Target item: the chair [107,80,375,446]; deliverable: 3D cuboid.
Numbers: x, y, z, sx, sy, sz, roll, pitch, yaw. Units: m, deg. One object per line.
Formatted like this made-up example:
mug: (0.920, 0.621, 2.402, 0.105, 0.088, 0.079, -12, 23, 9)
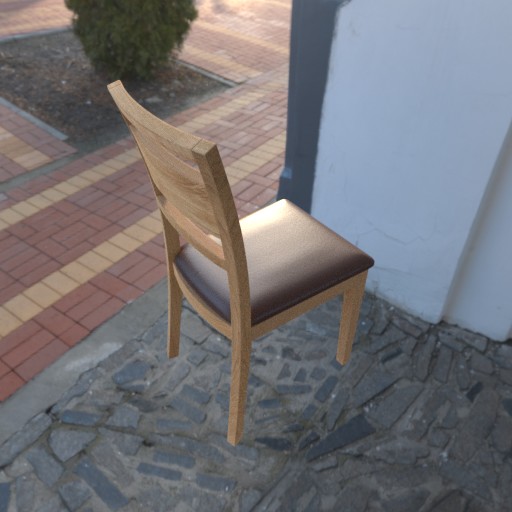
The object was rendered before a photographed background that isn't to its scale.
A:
chair: (0.000, 0.000, 1.231, 0.545, 0.940, 0.420, -25, 46, -27)
